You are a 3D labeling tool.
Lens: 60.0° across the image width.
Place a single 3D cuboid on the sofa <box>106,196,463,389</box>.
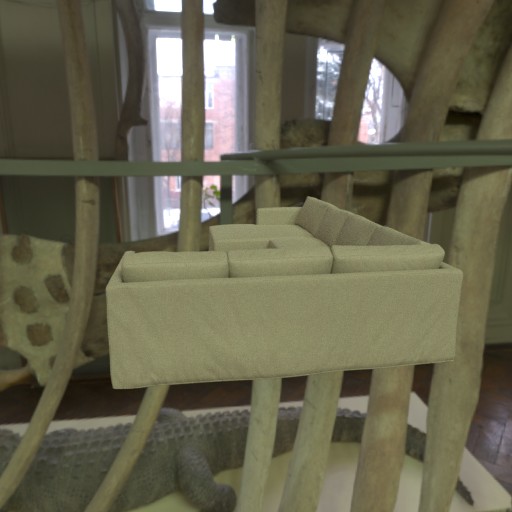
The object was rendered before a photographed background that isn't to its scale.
[{"bbox_3d":[0.000,0.000,4.618,2.476,0.878,3.528,-2,14,-9],"label":"sofa"}]
